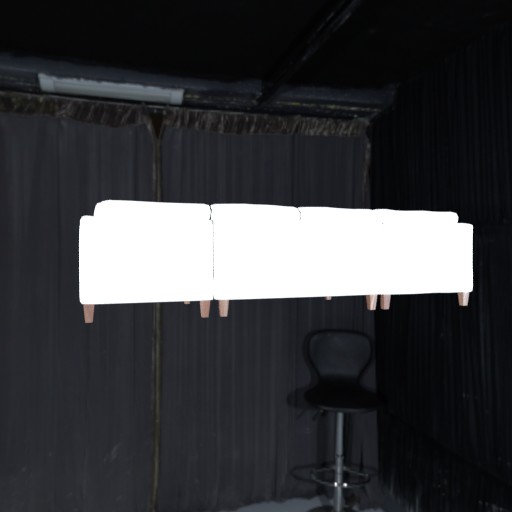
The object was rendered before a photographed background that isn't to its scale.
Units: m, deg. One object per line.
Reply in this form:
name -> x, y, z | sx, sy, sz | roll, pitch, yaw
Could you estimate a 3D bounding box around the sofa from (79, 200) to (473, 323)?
sofa -> 0.000, 0.000, 4.582 | 3.238, 0.853, 2.551 | 0, 1, -17
